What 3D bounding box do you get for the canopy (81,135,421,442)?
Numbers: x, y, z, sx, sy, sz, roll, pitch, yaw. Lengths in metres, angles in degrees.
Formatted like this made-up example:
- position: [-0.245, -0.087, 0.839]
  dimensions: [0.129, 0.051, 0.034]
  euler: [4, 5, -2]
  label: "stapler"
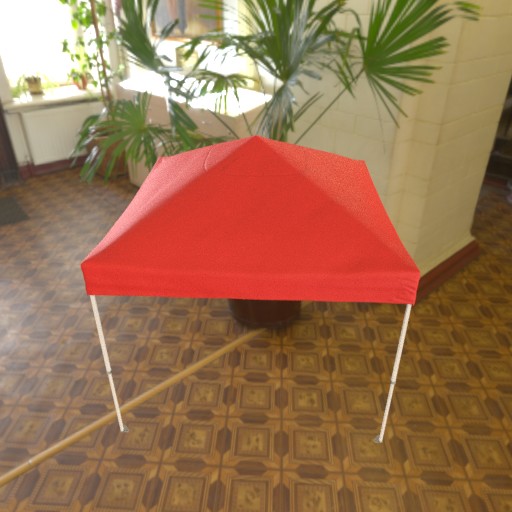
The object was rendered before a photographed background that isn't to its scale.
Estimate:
- position: [0.000, 0.000, 5.505]
  dimensions: [2.996, 2.997, 2.998]
  euler: [1, 31, 2]
  label: "canopy"
